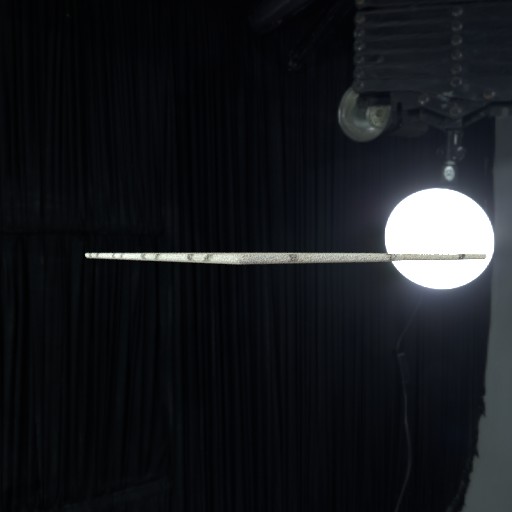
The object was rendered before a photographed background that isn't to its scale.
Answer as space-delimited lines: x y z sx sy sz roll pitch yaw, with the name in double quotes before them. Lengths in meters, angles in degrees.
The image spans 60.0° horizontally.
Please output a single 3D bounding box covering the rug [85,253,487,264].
"rug" 0.000 0.000 2.119 1.200 0.025 1.600 0 1 -34
